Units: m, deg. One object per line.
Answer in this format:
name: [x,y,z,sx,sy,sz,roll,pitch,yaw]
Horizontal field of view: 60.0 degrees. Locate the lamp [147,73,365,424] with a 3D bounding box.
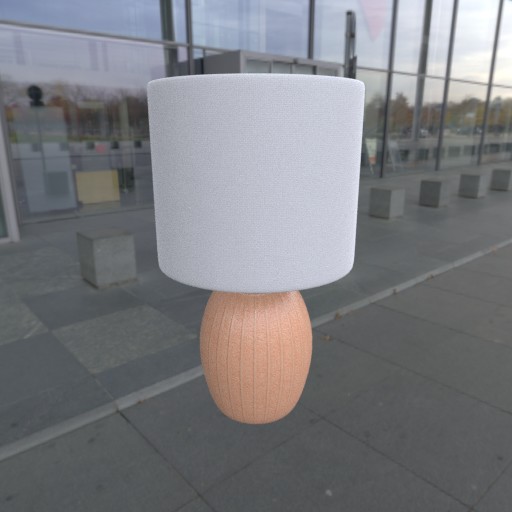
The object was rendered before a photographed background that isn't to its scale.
lamp: [0.000,0.000,0.761,0.329,0.570,0.329,0,16,0]
